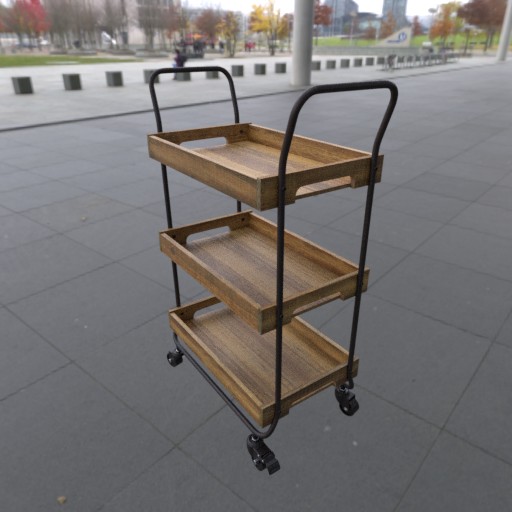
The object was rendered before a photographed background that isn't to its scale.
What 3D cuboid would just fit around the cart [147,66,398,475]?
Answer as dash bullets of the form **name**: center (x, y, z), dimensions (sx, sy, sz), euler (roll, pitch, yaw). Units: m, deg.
- **cart**: center (0.000, 0.000, 1.120), dimensions (0.339, 0.857, 0.583), euler (-17, 31, -31)
